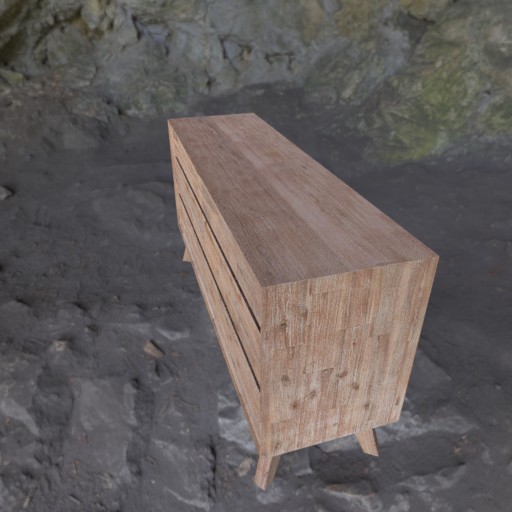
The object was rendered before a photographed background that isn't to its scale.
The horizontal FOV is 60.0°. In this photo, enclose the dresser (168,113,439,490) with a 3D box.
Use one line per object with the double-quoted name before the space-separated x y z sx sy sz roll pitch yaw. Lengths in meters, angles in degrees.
"dresser" 0.000 0.000 1.863 0.455 0.805 1.554 -9 32 -15
